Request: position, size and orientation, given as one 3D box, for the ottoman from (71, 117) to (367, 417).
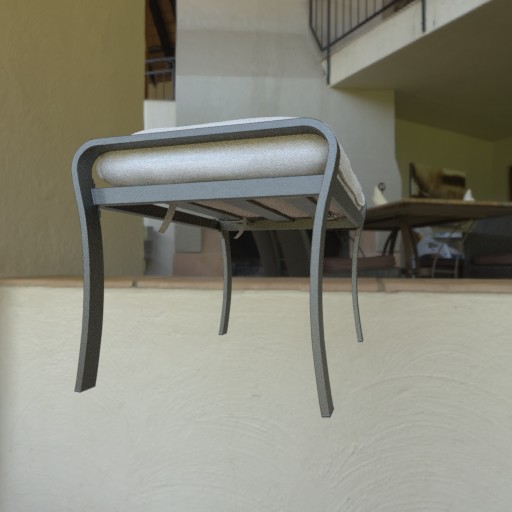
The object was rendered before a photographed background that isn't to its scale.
[{"bbox_3d":[0.000,0.000,0.907,0.406,0.422,0.610,0,-1,17],"label":"ottoman"}]
